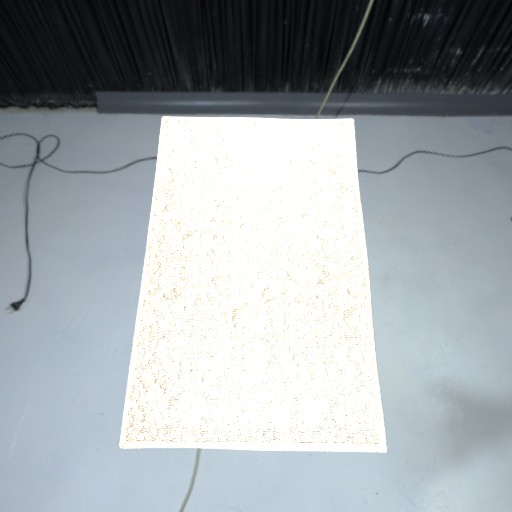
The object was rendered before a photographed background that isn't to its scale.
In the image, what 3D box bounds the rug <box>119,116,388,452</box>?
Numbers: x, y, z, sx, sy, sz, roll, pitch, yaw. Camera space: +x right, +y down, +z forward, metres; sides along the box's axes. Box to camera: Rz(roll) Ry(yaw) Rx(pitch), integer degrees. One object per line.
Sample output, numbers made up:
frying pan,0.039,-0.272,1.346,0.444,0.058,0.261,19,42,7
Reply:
rug,0.000,0.000,3.027,1.529,0.012,2.435,1,65,0
